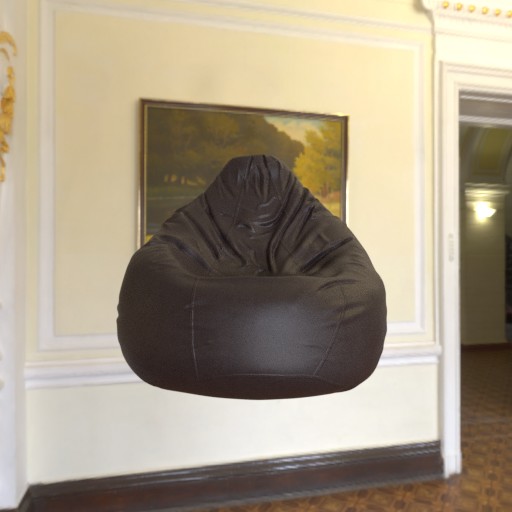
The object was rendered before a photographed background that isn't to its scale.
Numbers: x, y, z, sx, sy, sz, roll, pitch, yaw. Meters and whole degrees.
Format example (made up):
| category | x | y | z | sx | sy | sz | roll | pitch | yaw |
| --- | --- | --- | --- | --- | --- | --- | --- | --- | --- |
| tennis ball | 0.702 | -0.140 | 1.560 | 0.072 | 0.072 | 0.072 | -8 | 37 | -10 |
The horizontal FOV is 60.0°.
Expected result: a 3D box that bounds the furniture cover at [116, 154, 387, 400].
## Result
| category | x | y | z | sx | sy | sz | roll | pitch | yaw |
| --- | --- | --- | --- | --- | --- | --- | --- | --- | --- |
| furniture cover | 0.000 | 0.000 | 1.908 | 1.070 | 0.990 | 1.070 | 0 | 0 | 0 |
